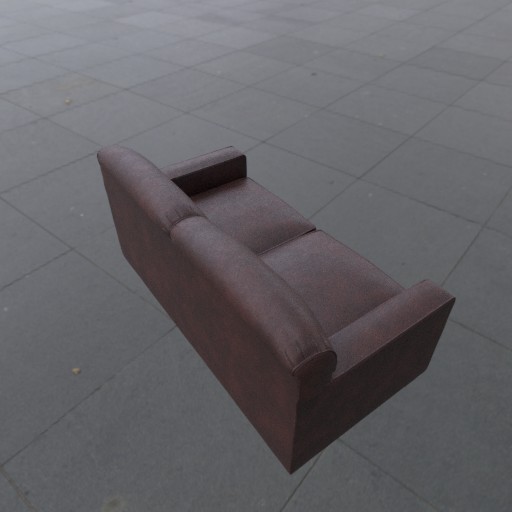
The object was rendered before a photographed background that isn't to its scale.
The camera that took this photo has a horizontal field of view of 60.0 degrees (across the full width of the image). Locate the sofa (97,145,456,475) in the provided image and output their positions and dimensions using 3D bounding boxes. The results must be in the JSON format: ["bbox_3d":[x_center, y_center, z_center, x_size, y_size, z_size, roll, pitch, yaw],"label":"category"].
[{"bbox_3d":[0.000,0.000,2.462,1.000,0.966,1.856,-25,46,-26],"label":"sofa"}]
